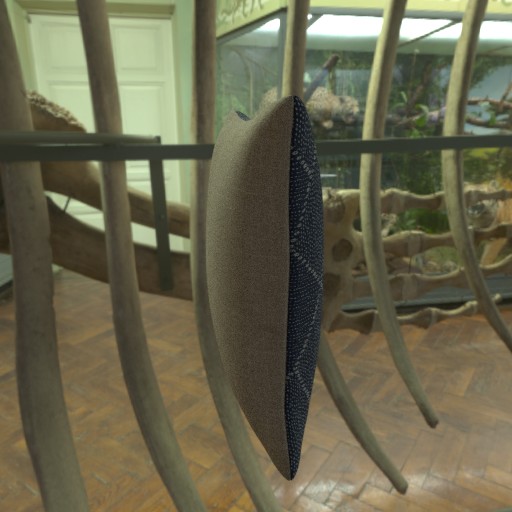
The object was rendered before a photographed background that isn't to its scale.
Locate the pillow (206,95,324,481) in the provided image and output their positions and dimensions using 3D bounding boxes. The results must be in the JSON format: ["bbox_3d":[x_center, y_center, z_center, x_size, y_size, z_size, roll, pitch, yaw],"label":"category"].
[{"bbox_3d":[0.000,0.000,0.663,0.148,0.428,0.435,-3,17,-9],"label":"pillow"}]
